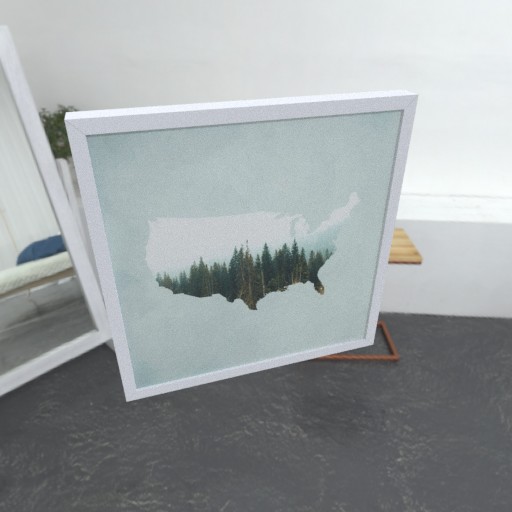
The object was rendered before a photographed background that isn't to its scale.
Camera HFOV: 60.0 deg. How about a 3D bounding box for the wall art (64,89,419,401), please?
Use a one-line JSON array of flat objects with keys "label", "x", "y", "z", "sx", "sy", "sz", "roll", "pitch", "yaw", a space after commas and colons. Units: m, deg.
[{"label": "wall art", "x": 0.000, "y": 0.000, "z": 0.761, "sx": 0.509, "sy": 0.509, "sz": 0.040, "roll": -9, "pitch": 32, "yaw": -15}]
